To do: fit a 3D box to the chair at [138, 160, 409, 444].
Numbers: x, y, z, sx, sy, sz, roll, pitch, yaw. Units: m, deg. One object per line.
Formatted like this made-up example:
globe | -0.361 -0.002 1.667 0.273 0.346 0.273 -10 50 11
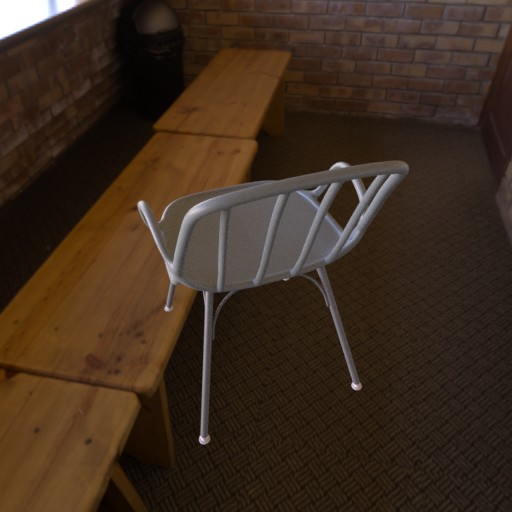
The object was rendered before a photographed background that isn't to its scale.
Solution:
chair | 0.000 0.000 1.198 0.549 0.816 0.597 -14 42 -15
